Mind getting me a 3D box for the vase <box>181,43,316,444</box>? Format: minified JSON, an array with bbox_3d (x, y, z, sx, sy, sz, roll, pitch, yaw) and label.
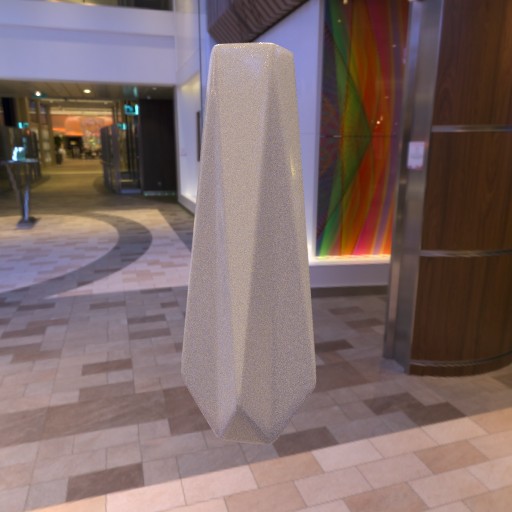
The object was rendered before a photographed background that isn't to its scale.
[{"bbox_3d":[0.000,0.000,0.385,0.116,0.329,0.122,7,15,25],"label":"vase"}]
